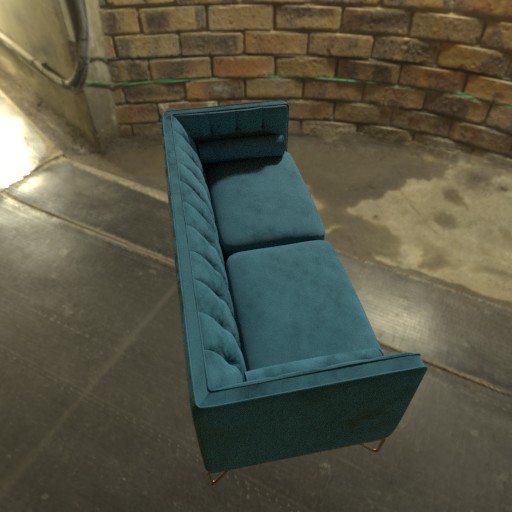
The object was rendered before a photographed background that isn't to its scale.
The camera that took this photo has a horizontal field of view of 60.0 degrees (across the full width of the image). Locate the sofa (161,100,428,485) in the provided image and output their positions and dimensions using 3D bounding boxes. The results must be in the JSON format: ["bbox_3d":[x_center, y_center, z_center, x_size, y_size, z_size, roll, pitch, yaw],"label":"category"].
[{"bbox_3d":[0.000,0.000,2.485,0.867,0.789,2.087,-8,46,-8],"label":"sofa"}]
